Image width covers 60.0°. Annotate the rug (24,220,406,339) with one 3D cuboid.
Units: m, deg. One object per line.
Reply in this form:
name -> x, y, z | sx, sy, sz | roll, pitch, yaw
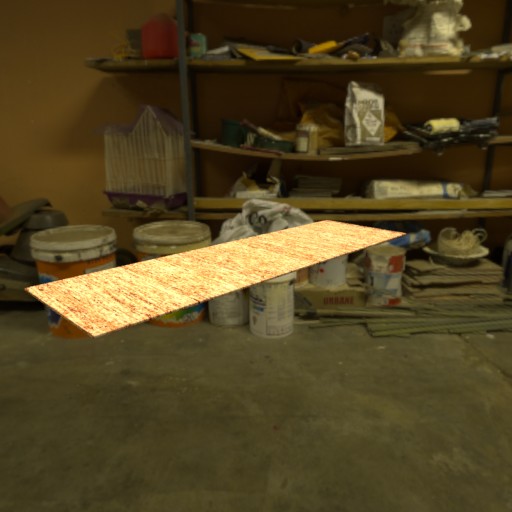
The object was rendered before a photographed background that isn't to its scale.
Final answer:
rug -> 0.000, 0.000, 2.500 | 2.237, 0.014, 0.680 | -15, 22, -43
